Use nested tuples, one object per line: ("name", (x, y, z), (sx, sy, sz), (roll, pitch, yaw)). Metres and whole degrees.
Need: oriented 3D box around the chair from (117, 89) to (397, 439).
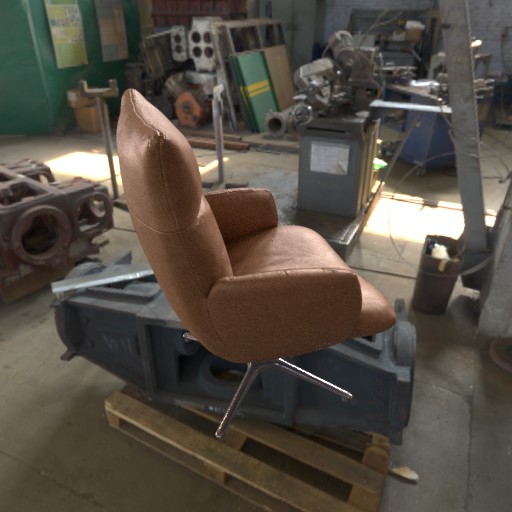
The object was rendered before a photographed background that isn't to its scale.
("chair", (0.000, 0.000, 1.507), (0.794, 1.027, 0.711), (-10, 31, -17))
